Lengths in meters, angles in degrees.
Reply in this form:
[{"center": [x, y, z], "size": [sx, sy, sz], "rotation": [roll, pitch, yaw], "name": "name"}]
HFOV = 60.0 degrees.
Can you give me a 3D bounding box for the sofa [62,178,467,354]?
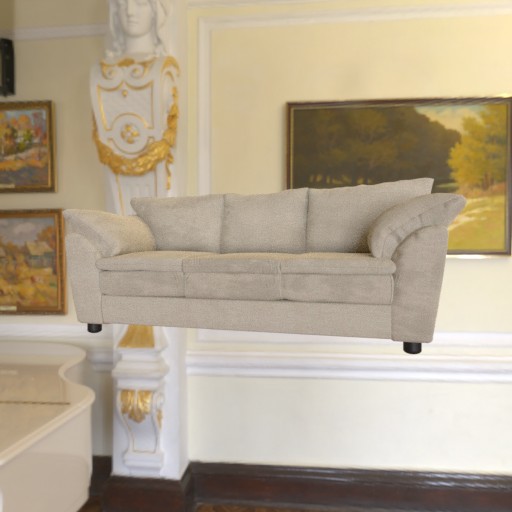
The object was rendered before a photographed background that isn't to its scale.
[{"center": [0.000, 0.000, 2.852], "size": [2.377, 0.981, 0.893], "rotation": [0, 0, 18], "name": "sofa"}]
